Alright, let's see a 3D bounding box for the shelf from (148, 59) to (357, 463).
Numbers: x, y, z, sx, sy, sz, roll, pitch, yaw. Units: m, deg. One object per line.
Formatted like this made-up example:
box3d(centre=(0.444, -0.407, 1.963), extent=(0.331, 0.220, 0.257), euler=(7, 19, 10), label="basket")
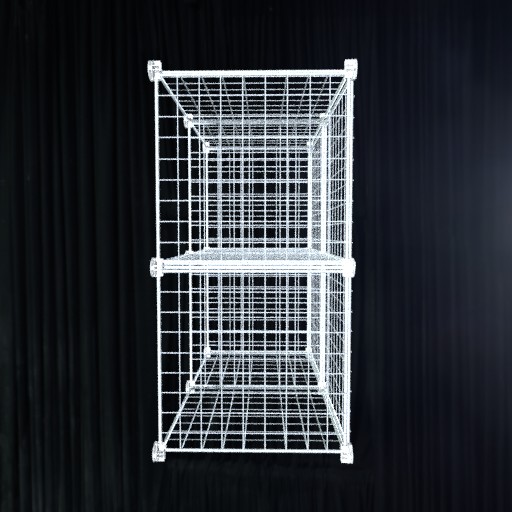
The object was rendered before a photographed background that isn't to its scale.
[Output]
box3d(centre=(0.000, 0.000, 1.123), extent=(0.356, 0.711, 0.711), euler=(0, 3, 1), label="shelf")
